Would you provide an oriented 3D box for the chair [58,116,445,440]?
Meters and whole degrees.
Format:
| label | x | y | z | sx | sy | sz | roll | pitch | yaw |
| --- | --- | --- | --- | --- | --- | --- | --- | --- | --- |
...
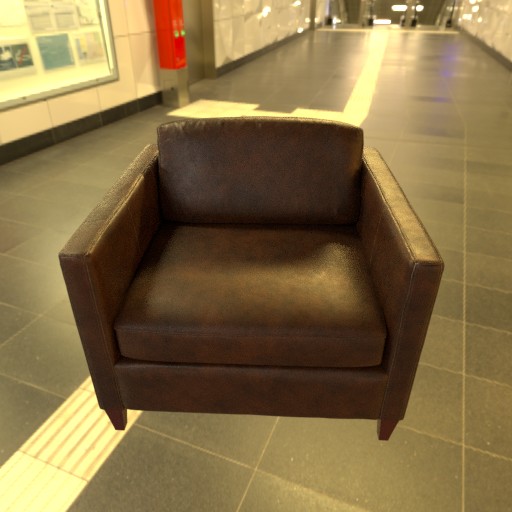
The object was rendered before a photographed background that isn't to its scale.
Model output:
| label | x | y | z | sx | sy | sz | roll | pitch | yaw |
| --- | --- | --- | --- | --- | --- | --- | --- | --- | --- |
| chair | 0.000 | 0.000 | 1.641 | 0.990 | 0.864 | 0.975 | 1 | 31 | 2 |
